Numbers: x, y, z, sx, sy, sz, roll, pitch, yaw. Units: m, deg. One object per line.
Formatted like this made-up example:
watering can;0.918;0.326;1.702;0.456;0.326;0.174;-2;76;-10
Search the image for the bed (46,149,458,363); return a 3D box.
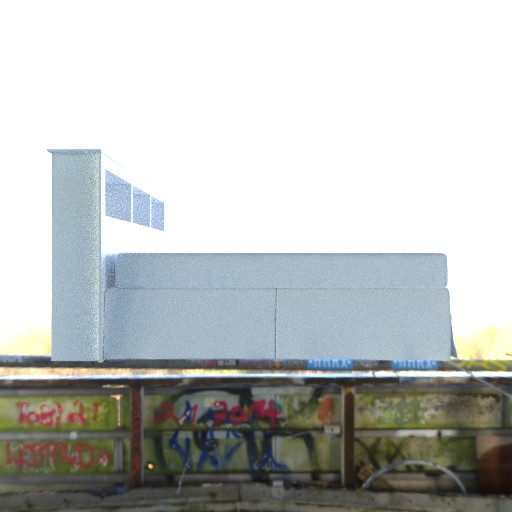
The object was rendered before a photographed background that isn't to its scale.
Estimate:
bed;0.000;0.000;3.088;2.133;1.092;1.671;0;0;0
